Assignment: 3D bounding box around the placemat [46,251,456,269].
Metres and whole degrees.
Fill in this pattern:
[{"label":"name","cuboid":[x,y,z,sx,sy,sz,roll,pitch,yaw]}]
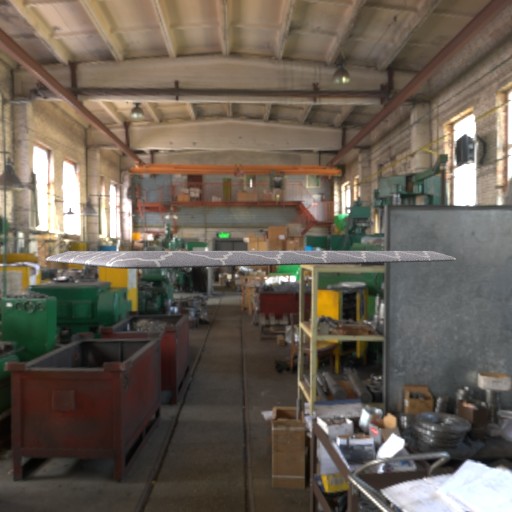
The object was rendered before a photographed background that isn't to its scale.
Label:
[{"label":"placemat","cuboid":[0.000,0.000,0.964,0.762,0.021,0.508,-1,1,-36]}]
